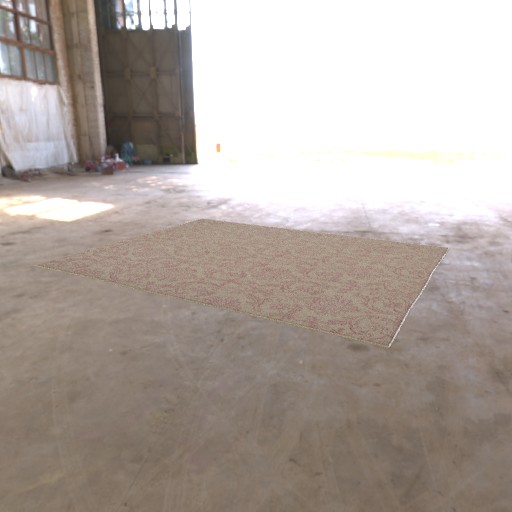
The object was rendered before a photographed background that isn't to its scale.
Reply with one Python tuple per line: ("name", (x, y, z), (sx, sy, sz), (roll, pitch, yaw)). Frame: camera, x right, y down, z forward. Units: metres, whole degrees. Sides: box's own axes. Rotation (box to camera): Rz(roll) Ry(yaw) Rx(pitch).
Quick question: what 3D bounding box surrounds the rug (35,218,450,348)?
("rug", (0.000, 0.000, 4.025), (2.980, 0.012, 2.363), (9, 18, 29))
